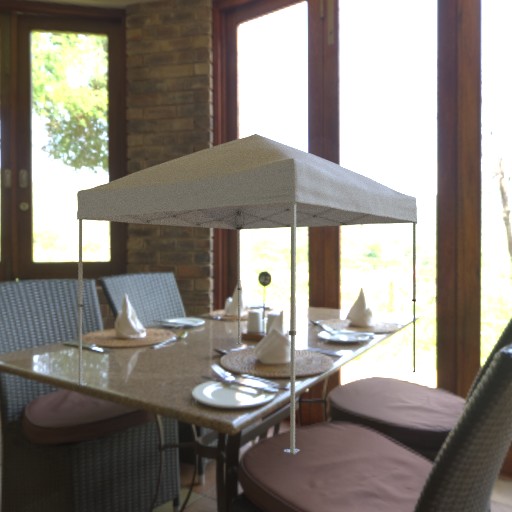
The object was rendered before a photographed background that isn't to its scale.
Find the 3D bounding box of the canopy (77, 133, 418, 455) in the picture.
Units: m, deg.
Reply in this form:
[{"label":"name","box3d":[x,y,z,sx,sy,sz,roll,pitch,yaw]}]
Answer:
[{"label":"canopy","box3d":[0.000,0.000,5.434,2.998,2.997,2.996,0,1,37]}]
